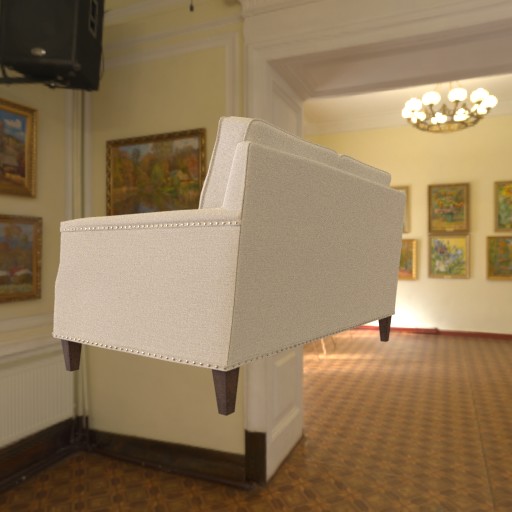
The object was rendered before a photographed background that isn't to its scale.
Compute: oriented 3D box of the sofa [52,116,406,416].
[{"bbox_3d":[0.000,0.000,2.257,1.084,1.003,1.597,0,1,36],"label":"sofa"}]
